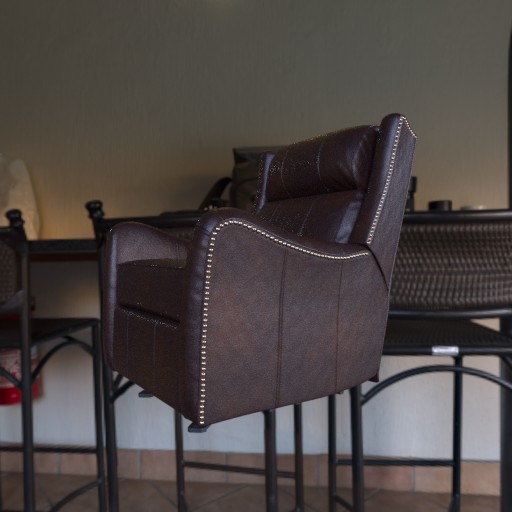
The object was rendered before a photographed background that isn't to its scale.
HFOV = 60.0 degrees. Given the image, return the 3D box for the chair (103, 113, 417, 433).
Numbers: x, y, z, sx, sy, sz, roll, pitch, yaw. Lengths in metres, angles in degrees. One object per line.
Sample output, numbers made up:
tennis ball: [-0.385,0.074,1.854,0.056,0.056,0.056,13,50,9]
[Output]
chair: [0.000,0.000,1.789,1.008,1.084,0.869,0,1,-36]
